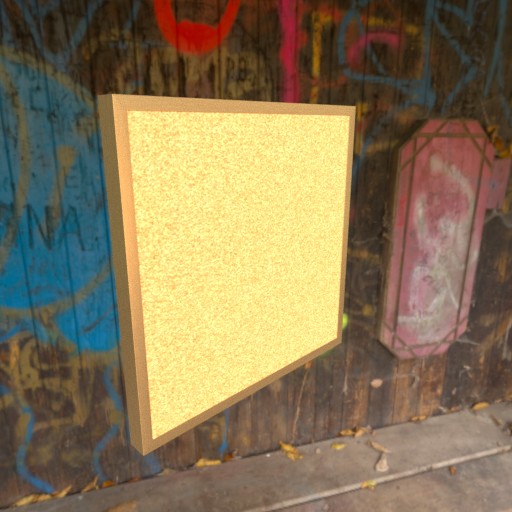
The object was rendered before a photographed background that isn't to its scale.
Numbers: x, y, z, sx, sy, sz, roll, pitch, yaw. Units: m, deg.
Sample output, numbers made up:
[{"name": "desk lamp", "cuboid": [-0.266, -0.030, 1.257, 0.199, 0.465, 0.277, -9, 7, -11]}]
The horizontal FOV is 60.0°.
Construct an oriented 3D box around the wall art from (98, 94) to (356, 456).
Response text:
[{"name": "wall art", "cuboid": [0.000, 0.000, 0.774, 0.510, 0.509, 0.037, -16, 23, -42]}]
